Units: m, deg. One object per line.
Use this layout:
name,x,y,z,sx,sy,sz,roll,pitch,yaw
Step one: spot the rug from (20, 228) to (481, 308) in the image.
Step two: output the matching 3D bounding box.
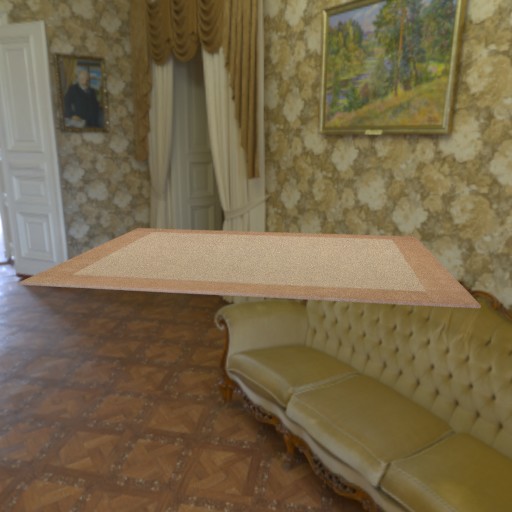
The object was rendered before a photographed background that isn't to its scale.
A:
rug,0.000,0.000,2.313,1.829,0.014,1.219,2,15,8
